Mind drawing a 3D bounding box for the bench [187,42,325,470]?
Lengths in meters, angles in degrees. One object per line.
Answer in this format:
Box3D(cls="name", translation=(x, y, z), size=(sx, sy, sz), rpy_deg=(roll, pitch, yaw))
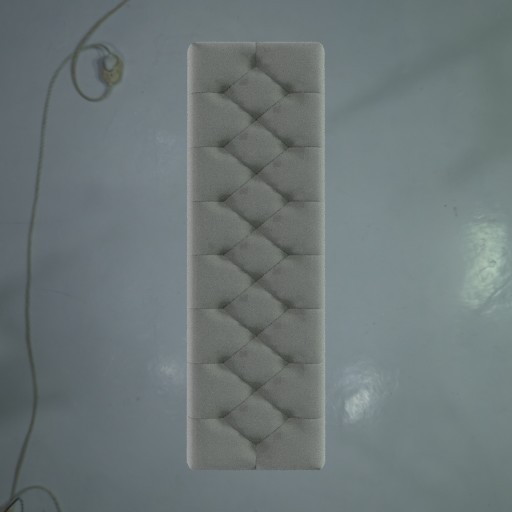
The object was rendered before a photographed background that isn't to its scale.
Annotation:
Box3D(cls="bench", translation=(0.000, 0.000, 1.733), size=(0.479, 0.488, 1.488), rpy_deg=(0, 89, 0))
